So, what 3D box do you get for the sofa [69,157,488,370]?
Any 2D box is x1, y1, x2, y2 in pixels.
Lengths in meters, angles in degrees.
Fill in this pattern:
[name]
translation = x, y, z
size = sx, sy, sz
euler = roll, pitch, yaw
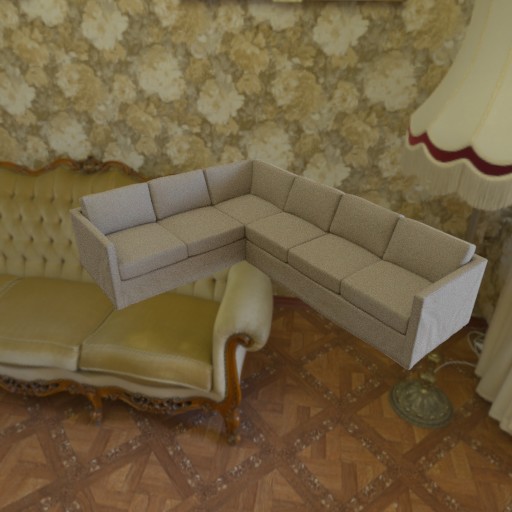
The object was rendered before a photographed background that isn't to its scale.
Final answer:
[sofa]
translation = 0.000, 0.000, 4.230
size = 2.432, 0.871, 3.182
euler = -21, 36, -32
